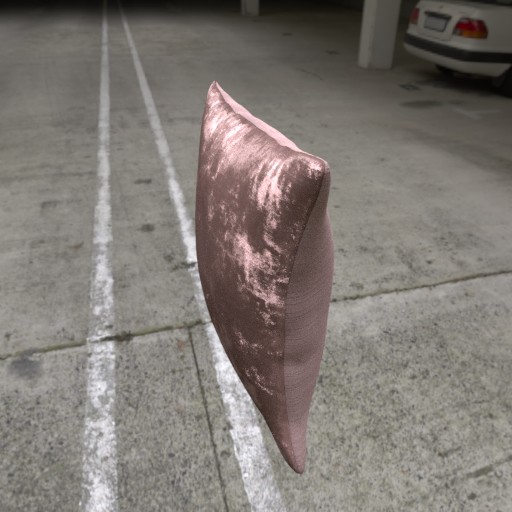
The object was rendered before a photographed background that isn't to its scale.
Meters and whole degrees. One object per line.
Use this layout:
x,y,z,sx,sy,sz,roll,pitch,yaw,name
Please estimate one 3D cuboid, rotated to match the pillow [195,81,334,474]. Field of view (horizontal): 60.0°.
0.000,0.000,0.711,0.175,0.464,0.470,-8,31,-14,pillow
